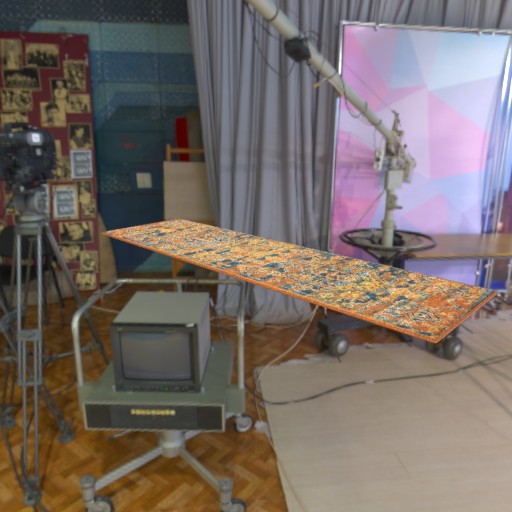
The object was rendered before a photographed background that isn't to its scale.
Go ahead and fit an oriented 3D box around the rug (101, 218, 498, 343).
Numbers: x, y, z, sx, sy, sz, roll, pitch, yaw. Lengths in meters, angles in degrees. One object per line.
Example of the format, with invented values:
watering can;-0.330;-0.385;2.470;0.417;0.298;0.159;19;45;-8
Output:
rug;0.000;0.000;2.442;2.274;0.016;0.651;15;22;42
